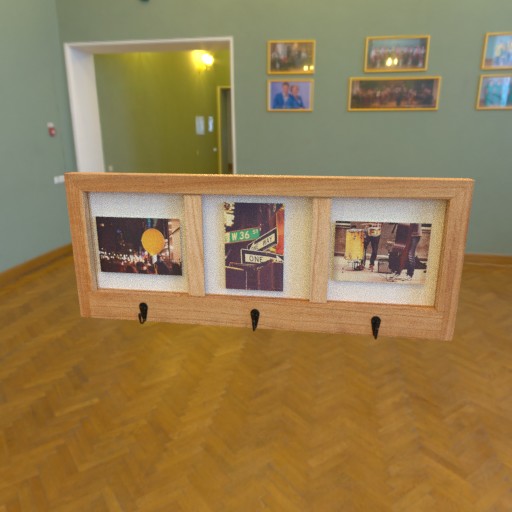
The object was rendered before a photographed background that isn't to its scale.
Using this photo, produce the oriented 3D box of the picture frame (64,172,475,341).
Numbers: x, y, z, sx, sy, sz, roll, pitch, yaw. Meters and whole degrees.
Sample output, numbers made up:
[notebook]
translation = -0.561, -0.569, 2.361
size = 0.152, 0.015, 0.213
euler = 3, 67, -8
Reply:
[picture frame]
translation = 0.000, 0.000, 0.660
size = 0.582, 0.234, 0.045
euler = 2, 17, 8
